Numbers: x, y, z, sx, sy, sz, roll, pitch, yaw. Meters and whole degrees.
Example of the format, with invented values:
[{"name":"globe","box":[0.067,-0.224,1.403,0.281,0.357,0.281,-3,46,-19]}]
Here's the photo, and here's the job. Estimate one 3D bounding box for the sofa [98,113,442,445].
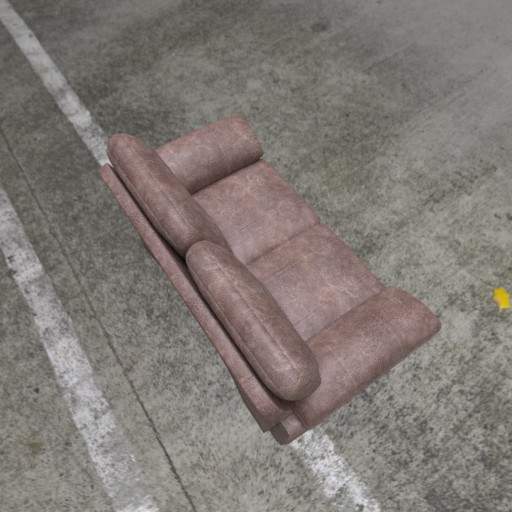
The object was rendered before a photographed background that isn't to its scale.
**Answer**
[{"name":"sofa","box":[0.000,0.000,2.403,0.991,0.991,1.753,-31,64,-17]}]
